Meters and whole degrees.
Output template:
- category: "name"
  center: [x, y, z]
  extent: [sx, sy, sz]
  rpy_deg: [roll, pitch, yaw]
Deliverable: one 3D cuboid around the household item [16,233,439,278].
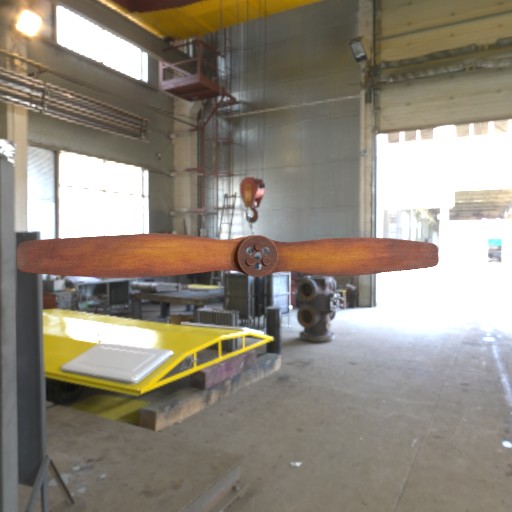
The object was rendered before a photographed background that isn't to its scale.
- category: "household item"
  center: [0.000, 0.000, 1.213]
  extent: [1.181, 0.121, 0.051]
  rpy_deg: [0, 2, -16]
